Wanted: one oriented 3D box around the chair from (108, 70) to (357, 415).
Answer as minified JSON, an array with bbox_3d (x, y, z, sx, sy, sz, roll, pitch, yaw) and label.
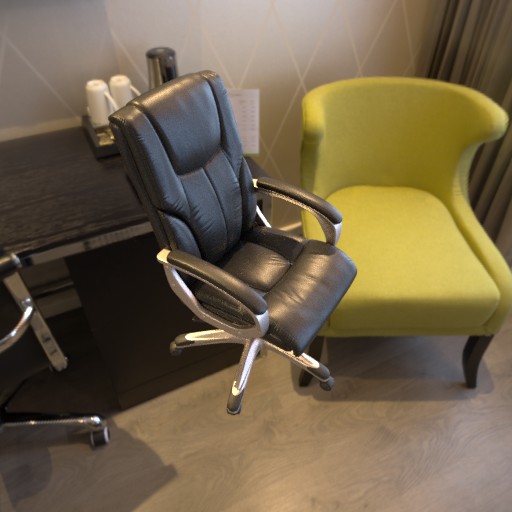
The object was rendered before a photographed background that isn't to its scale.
[{"bbox_3d":[0.000,0.000,1.670,0.780,1.145,0.700,24,47,24],"label":"chair"}]
